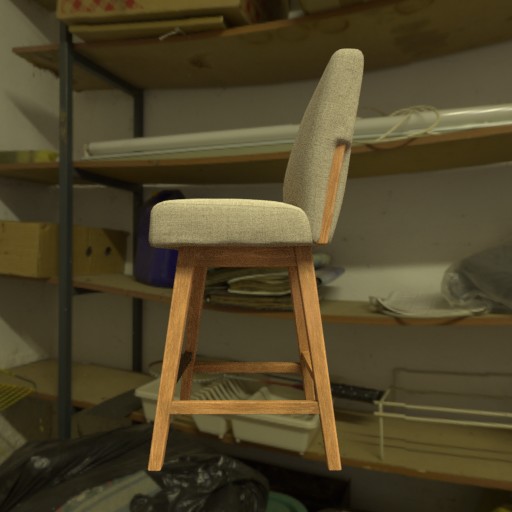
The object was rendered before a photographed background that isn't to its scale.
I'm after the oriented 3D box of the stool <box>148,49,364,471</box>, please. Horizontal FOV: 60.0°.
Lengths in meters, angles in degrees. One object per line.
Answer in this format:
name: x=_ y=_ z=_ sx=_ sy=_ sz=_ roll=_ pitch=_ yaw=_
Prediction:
stool: x=0.000 y=0.000 z=1.270 sx=0.526 sy=1.010 sz=0.459 roll=0 pitch=0 yaw=0
